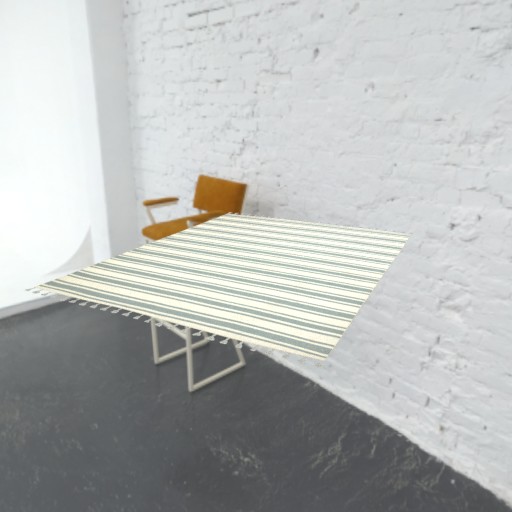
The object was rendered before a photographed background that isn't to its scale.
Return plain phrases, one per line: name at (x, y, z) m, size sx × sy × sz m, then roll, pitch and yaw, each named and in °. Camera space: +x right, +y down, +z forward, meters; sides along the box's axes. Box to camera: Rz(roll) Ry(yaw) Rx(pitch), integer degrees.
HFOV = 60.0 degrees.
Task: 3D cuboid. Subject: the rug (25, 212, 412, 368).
rug at (0.000, 0.000, 4.272) m, size 2.439 × 0.005 × 3.201 m, roll 9°, pitch 20°, yaw 26°
